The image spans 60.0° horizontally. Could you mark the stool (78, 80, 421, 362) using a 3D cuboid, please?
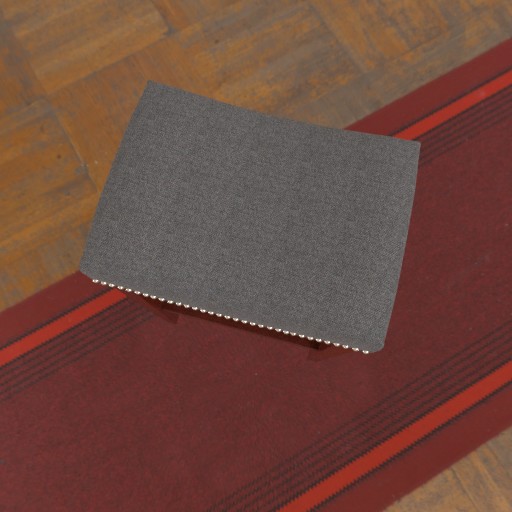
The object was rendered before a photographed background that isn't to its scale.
[{"bbox_3d":[0.000,0.000,1.057,0.504,0.742,0.372,14,76,4],"label":"stool"}]
